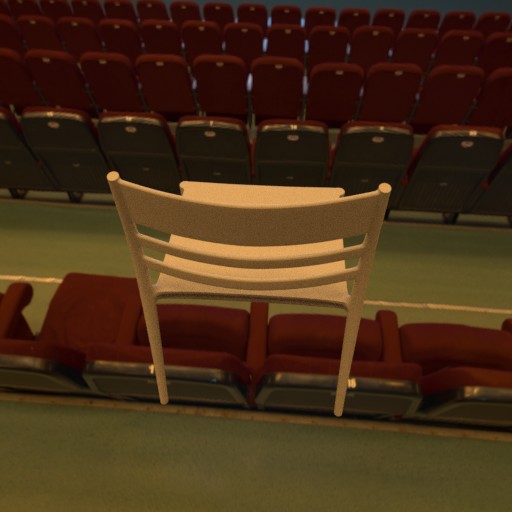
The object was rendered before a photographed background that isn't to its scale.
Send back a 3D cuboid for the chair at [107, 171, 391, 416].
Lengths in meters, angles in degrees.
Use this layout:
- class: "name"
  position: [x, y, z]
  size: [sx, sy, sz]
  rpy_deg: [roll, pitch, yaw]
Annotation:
- class: "chair"
  position: [0.000, 0.000, 1.163]
  size: [0.531, 0.800, 0.511]
  rpy_deg: [3, 46, 3]
